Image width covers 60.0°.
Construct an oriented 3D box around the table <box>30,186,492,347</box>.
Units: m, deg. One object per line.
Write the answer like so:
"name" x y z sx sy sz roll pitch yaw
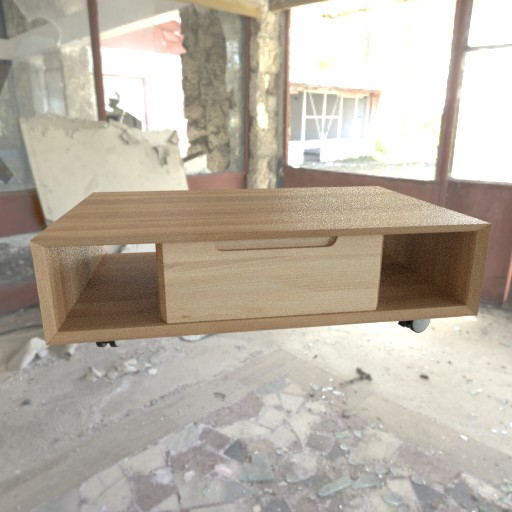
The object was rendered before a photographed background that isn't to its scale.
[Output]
"table" 0.000 0.000 1.421 1.100 0.330 0.700 -3 17 -8
